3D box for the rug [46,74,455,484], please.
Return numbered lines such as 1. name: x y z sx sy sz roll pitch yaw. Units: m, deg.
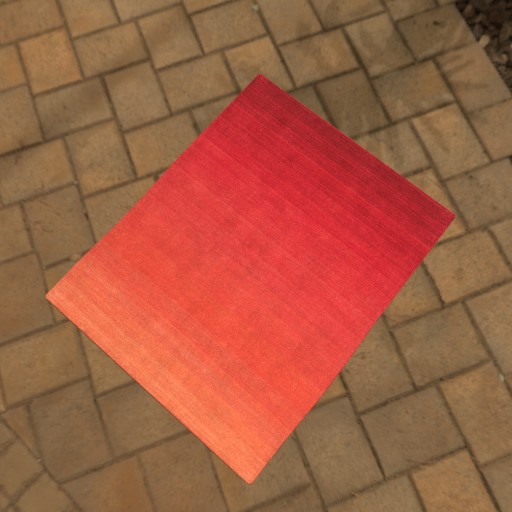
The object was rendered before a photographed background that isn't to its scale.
1. rug: 0.000 0.000 3.915 2.340 0.028 2.905 39 79 9
